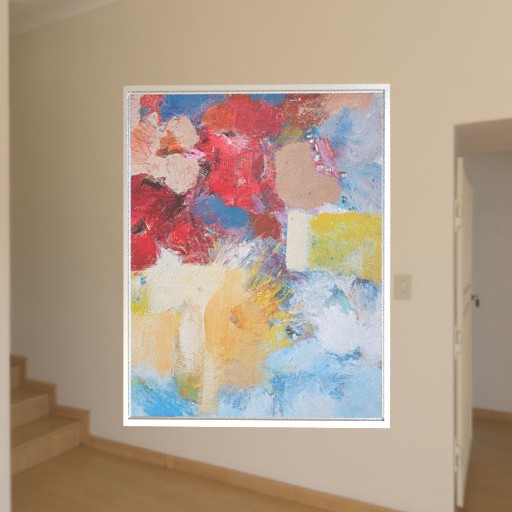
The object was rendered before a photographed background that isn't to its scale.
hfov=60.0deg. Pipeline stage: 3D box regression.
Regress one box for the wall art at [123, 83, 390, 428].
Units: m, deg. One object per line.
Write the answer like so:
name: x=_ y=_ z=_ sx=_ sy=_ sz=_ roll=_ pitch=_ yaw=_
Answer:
wall art: x=0.000 y=0.000 z=1.369 sx=0.816 sy=1.046 sz=0.030 roll=0 pitch=0 yaw=1
